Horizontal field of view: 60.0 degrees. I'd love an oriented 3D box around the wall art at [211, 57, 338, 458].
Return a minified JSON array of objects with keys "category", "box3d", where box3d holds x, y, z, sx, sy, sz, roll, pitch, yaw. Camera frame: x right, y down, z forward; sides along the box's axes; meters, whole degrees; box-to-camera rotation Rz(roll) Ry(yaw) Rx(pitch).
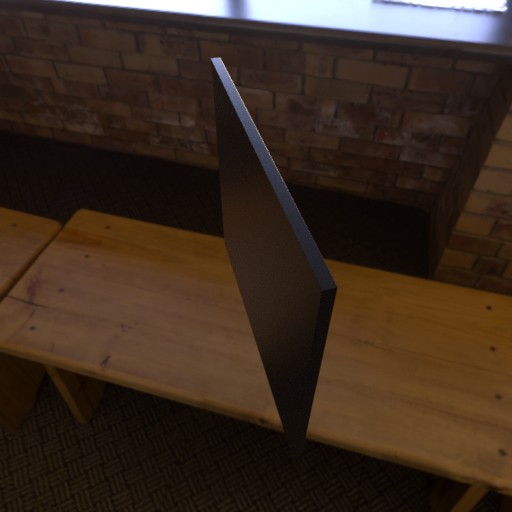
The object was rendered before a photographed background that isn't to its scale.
[{"category":"wall art","box3d":[0.000,0.000,0.550,0.012,0.332,0.383,-11,48,-10]}]
